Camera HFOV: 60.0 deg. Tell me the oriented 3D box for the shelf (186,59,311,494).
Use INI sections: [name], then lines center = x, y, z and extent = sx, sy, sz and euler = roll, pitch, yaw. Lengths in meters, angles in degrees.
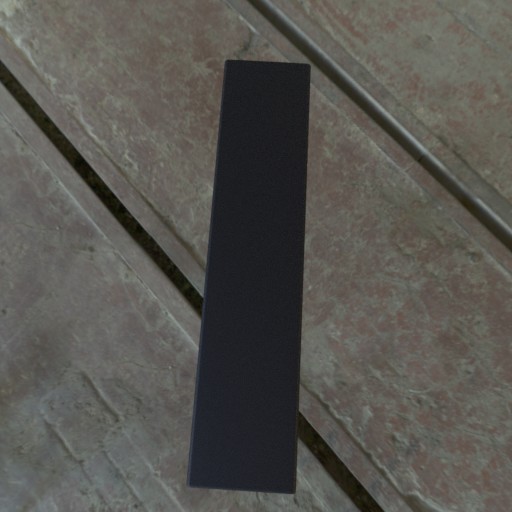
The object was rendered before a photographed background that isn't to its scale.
[shelf]
center = 0.000, 0.000, 0.485
extent = 0.102, 0.053, 0.456
euler = 3, 76, 1
